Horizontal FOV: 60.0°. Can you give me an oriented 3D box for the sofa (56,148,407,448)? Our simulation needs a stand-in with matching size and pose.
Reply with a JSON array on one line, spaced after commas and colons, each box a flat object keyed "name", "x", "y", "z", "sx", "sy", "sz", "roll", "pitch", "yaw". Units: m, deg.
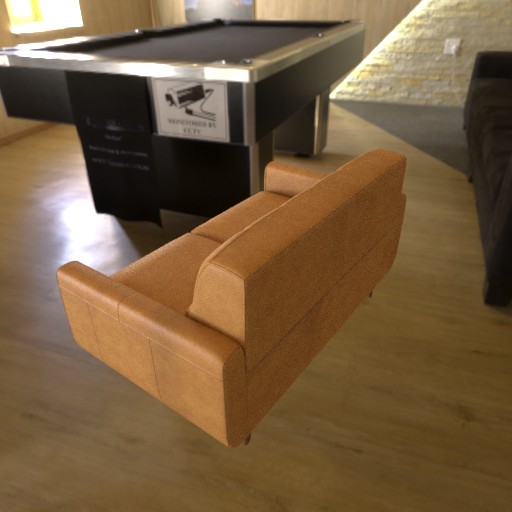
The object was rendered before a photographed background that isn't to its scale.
[{"name": "sofa", "x": 0.000, "y": 0.000, "z": 2.282, "sx": 0.952, "sy": 0.925, "sz": 1.651, "roll": 21, "pitch": 38, "yaw": 30}]
